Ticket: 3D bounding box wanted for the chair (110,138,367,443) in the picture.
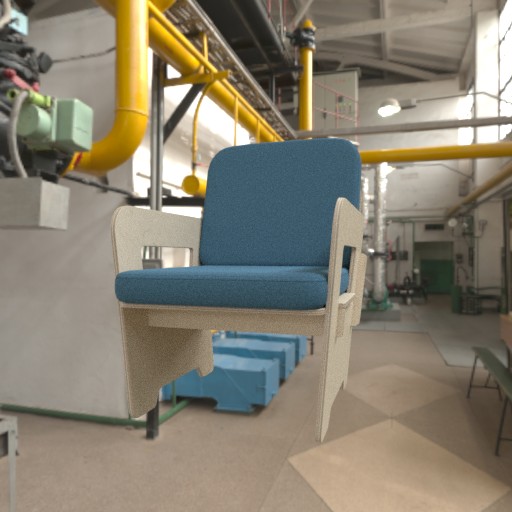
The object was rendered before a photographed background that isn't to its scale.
[{"bbox_3d":[0.000,0.000,1.187,0.547,0.747,0.657,0,0,18],"label":"chair"}]
